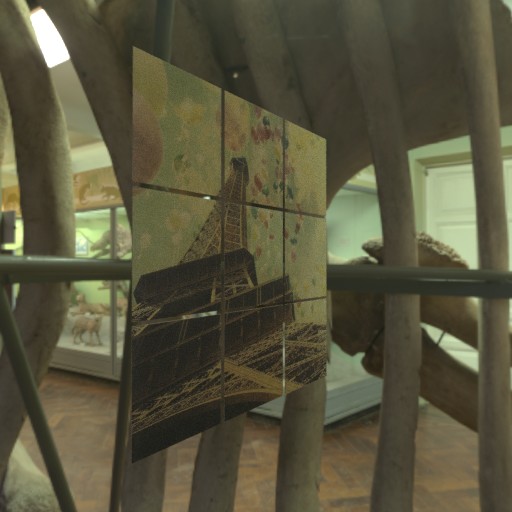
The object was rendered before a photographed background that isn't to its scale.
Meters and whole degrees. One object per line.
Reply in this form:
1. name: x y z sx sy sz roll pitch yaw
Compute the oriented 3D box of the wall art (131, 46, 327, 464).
1. wall art: 0.000 0.000 2.209 0.002 1.505 1.517 -1 -1 36
